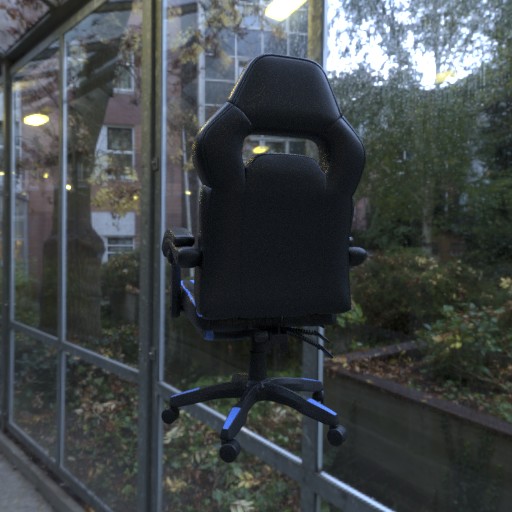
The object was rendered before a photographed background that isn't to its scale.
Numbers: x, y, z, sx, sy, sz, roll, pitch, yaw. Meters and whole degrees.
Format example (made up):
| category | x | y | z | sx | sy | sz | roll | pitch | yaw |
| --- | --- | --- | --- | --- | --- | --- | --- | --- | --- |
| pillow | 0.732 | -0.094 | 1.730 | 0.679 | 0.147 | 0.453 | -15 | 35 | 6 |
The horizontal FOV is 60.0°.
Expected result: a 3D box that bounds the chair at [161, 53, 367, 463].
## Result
| category | x | y | z | sx | sy | sz | roll | pitch | yaw |
| --- | --- | --- | --- | --- | --- | --- | --- | --- | --- |
| chair | 0.000 | 0.000 | 1.706 | 0.700 | 1.280 | 0.700 | 0 | 1 | -18 |
